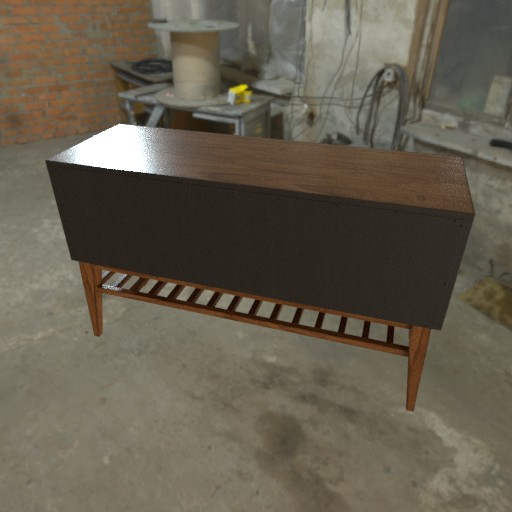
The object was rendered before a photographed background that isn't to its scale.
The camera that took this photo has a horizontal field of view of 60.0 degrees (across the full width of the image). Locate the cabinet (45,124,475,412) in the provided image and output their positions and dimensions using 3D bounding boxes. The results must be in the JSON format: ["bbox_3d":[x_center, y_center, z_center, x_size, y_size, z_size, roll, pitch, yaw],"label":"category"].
[{"bbox_3d":[0.000,0.000,1.748,1.363,0.802,0.477,10,33,15],"label":"cabinet"}]
